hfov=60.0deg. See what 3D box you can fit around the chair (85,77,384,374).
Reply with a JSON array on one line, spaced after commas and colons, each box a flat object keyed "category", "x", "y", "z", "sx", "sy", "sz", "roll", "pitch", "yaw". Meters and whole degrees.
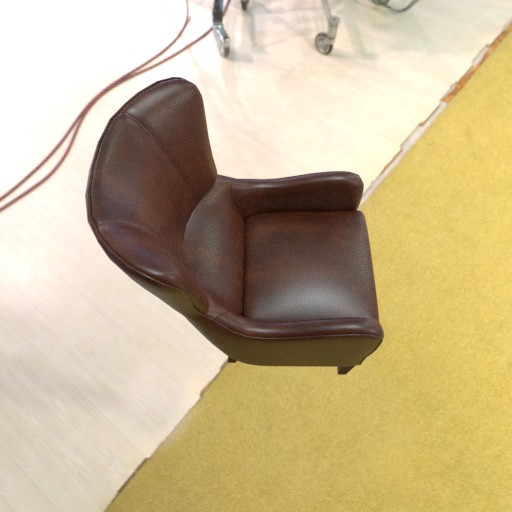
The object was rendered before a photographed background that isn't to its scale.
[{"category": "chair", "x": 0.000, "y": 0.000, "z": 1.636, "sx": 0.914, "sy": 1.048, "sz": 0.692, "roll": 0, "pitch": 62, "yaw": 0}]
